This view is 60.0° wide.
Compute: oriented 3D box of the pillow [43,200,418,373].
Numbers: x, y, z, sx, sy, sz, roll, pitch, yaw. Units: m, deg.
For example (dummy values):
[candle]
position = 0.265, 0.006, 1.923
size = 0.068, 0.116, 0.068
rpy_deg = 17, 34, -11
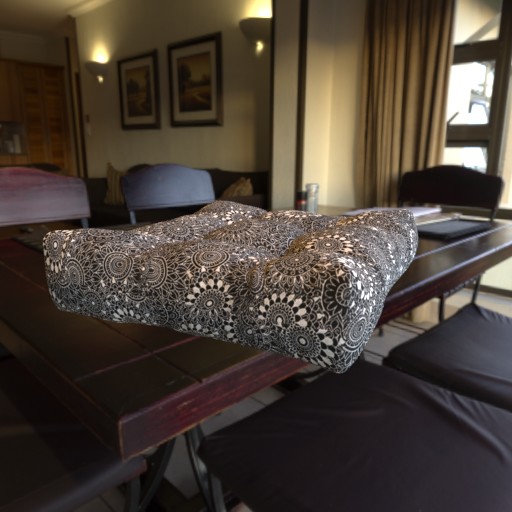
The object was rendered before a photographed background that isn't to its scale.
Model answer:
[pillow]
position = 0.000, 0.000, 0.741
size = 0.468, 0.128, 0.490
rpy_deg = 7, 15, 25
